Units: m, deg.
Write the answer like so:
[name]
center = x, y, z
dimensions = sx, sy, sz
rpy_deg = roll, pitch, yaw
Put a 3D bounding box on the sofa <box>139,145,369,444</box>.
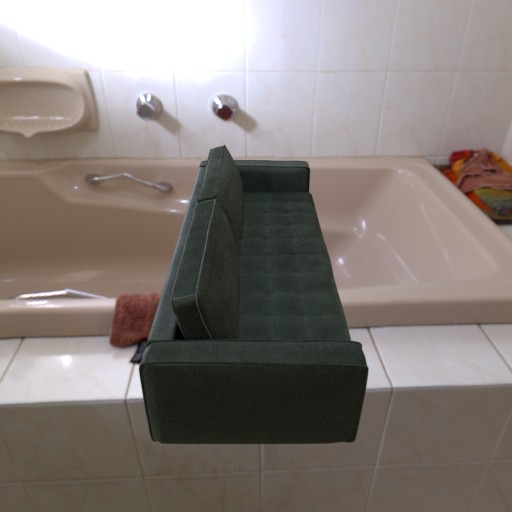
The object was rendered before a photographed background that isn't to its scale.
[sofa]
center = 0.000, 0.000, 2.646
dimensions = 0.886, 0.781, 2.214
rpy_deg = 0, 32, 0
